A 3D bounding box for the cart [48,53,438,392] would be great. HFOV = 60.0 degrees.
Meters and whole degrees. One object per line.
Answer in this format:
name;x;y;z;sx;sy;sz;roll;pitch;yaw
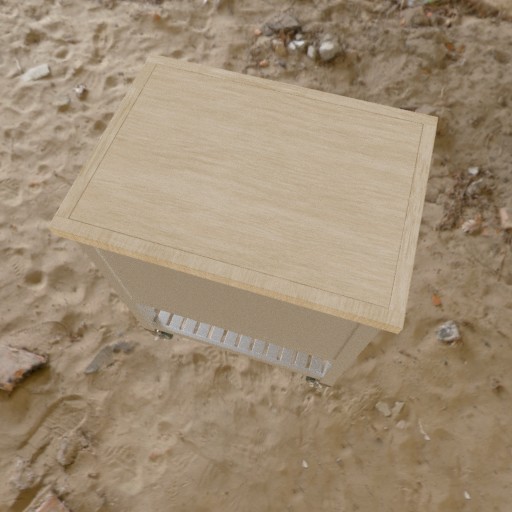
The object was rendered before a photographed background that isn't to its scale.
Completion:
cart;0.000;0.000;1.427;0.762;0.914;0.559;15;65;7
